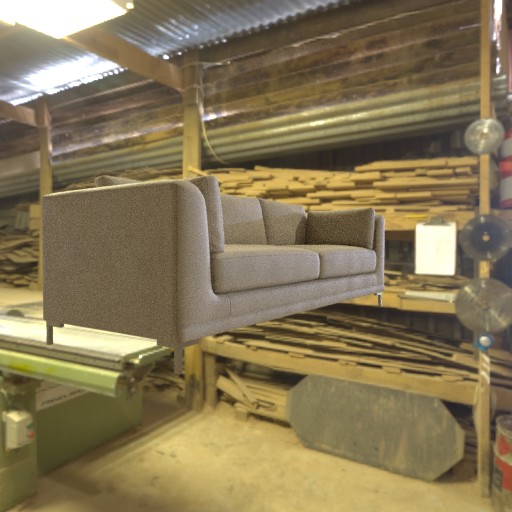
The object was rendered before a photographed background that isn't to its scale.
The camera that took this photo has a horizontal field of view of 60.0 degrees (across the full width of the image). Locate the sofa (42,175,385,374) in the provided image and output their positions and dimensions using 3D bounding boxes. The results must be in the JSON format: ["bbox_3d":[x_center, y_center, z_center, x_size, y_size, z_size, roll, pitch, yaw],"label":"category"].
[{"bbox_3d":[0.000,0.000,2.954,0.969,0.867,2.415,1,2,34],"label":"sofa"}]
